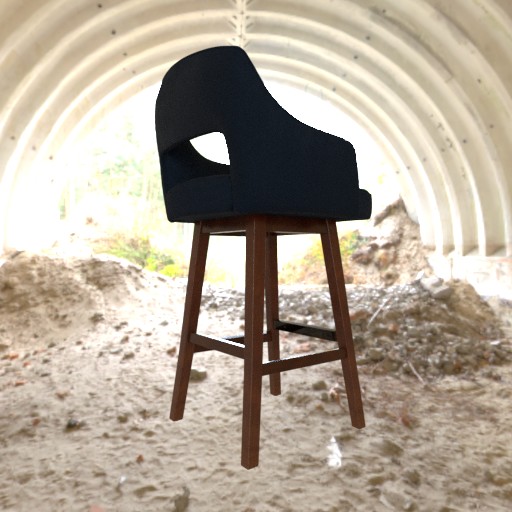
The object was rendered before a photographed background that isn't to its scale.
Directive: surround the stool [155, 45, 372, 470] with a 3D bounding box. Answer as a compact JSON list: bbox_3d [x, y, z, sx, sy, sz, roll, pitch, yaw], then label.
[{"bbox_3d":[0.000,0.000,1.351,0.560,1.041,0.550,0,0,-37],"label":"stool"}]
